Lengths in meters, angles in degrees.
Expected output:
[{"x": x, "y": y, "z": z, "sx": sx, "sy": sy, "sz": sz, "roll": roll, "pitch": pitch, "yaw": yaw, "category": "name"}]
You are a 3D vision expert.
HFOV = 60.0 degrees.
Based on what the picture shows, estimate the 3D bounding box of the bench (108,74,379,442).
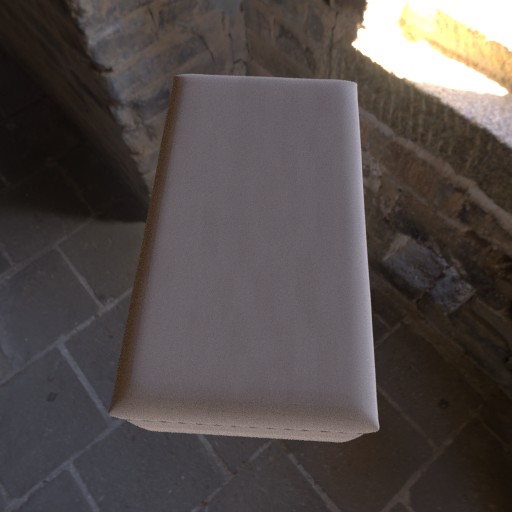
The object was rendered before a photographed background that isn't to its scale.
[{"x": 0.000, "y": 0.000, "z": 1.179, "sx": 0.500, "sy": 0.449, "sz": 0.887, "roll": 3, "pitch": 63, "yaw": 1, "category": "bench"}]
